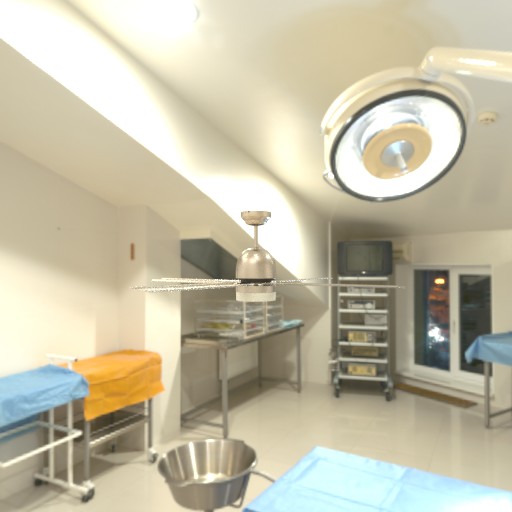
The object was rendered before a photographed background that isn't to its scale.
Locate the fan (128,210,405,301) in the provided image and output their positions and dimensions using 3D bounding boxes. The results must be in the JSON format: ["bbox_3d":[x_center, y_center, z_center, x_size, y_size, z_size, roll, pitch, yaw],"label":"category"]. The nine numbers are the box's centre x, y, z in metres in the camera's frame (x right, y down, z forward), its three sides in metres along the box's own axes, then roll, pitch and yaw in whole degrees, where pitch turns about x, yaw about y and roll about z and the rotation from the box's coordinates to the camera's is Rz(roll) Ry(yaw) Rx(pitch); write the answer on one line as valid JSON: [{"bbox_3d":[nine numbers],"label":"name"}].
[{"bbox_3d":[0.000,0.000,2.047,1.346,0.406,1.346,-1,-1,35],"label":"fan"}]
